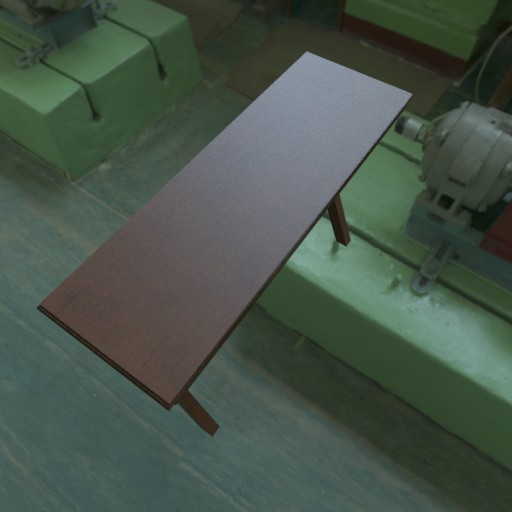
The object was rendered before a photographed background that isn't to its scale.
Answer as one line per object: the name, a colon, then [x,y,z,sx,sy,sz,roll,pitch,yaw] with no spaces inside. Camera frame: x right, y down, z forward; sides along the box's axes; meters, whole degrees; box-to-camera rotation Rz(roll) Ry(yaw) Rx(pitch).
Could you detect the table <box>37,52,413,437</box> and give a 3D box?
table: [0.000,0.000,1.538,0.399,0.763,1.197,31,63,18]
